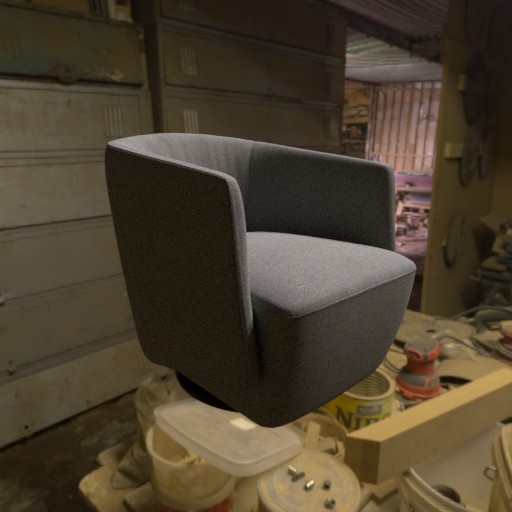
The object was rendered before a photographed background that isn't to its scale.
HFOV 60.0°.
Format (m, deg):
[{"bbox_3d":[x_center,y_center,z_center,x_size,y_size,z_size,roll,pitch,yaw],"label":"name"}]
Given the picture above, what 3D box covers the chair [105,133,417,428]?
[{"bbox_3d":[0.000,0.000,1.597,0.822,0.861,0.986,-14,20,-42],"label":"chair"}]
